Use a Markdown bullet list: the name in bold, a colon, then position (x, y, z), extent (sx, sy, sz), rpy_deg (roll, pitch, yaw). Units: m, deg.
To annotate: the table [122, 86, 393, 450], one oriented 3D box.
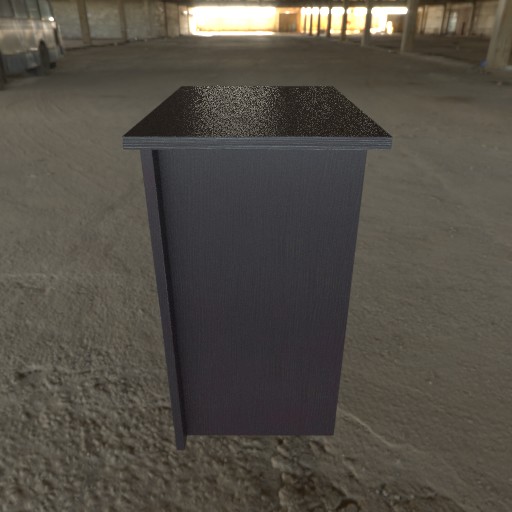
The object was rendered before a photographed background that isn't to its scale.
- **table**: position (0.000, 0.000, 1.085), extent (0.408, 0.711, 0.589), rpy_deg (0, 28, 0)
